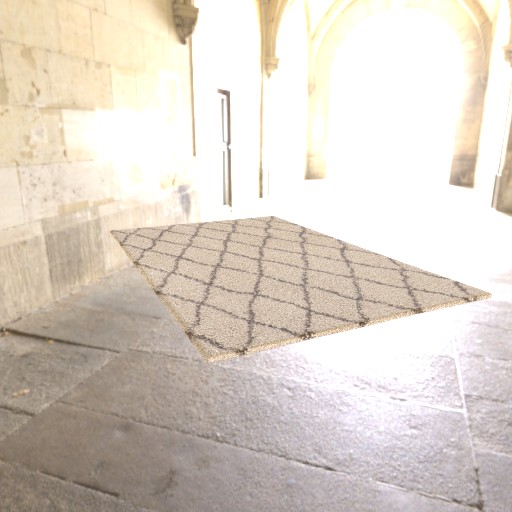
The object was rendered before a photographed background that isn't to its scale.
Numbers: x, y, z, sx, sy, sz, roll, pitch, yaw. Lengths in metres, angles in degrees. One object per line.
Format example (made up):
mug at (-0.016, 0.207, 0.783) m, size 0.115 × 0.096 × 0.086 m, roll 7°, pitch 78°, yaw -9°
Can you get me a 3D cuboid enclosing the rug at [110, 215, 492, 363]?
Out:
rug at (0.000, 0.000, 3.415) m, size 1.778 × 0.030 × 2.743 m, roll -7°, pitch 18°, yaw -25°
